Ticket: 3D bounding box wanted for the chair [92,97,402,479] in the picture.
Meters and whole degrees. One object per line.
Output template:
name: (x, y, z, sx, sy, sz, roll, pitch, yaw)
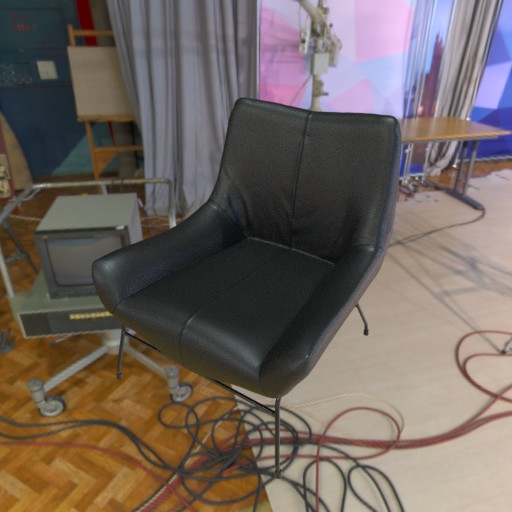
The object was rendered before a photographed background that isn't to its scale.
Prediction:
chair: (0.000, 0.000, 1.577, 0.836, 0.922, 0.826, 19, 35, 29)
